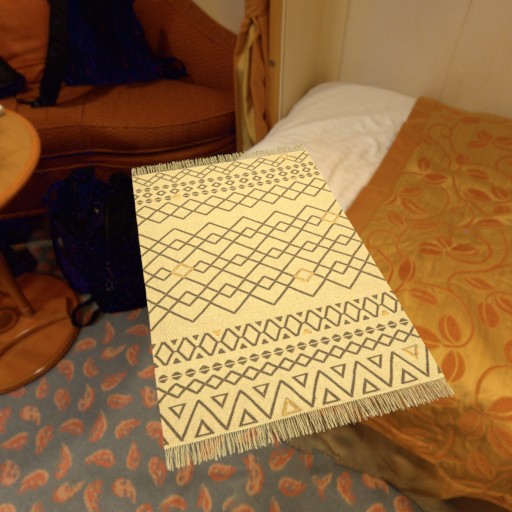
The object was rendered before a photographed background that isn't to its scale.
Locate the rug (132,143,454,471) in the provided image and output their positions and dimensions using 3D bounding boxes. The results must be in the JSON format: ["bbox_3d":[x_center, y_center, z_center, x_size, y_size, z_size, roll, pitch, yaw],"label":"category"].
[{"bbox_3d":[0.000,0.000,2.981,1.495,0.035,2.472,-11,47,-10],"label":"rug"}]
